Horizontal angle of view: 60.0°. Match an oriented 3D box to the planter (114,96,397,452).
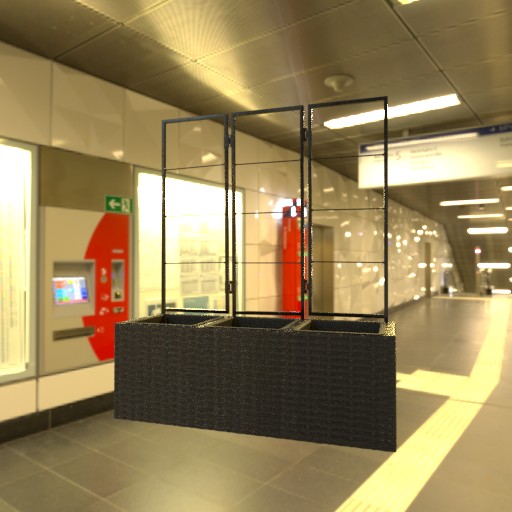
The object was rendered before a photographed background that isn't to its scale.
[{"bbox_3d":[0.000,0.000,1.161,0.698,0.841,0.244,0,-1,17],"label":"planter"}]
